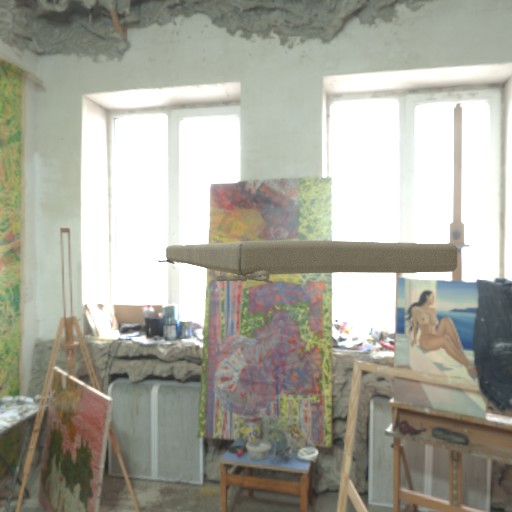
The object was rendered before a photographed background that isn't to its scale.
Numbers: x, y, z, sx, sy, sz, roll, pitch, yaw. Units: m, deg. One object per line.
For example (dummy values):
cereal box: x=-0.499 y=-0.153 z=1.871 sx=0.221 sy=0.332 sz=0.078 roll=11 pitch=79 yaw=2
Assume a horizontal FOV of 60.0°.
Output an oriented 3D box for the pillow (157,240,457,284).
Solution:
pillow: x=0.000 y=0.000 z=1.348 sx=0.492 sy=0.081 sz=1.187 roll=0 pitch=1 yaw=-18
